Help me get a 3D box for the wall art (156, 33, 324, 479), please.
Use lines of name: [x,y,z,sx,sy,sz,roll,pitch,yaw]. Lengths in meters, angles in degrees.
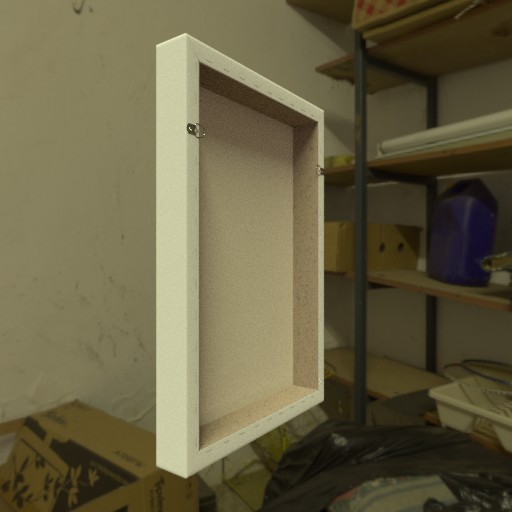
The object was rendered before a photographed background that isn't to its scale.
wall art: [0.000,0.000,0.491,0.039,0.381,0.252,0,0,36]
